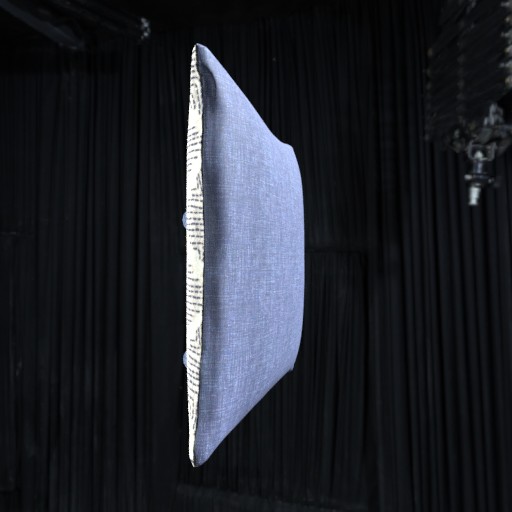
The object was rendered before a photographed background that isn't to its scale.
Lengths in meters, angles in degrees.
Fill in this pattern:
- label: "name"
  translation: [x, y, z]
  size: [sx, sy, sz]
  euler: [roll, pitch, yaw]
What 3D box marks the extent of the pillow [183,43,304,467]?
- label: "pillow"
  translation: [0.000, 0.000, 0.772]
  size: [0.145, 0.510, 0.510]
  euler: [0, -1, 17]
